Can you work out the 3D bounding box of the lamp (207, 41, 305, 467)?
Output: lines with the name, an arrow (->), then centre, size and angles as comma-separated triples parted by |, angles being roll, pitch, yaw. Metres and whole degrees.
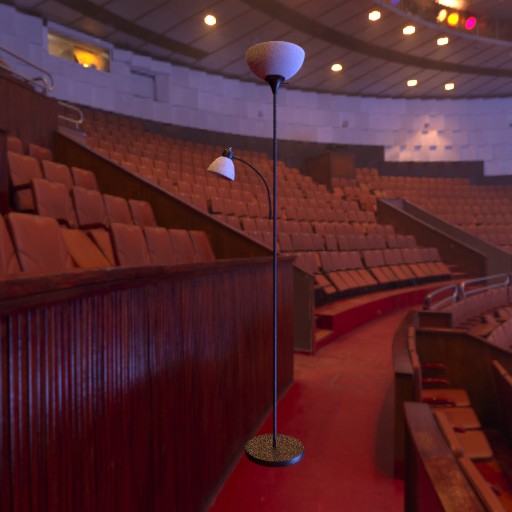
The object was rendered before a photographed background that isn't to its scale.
lamp -> 0.000, 0.000, 2.012 | 0.442, 1.804, 0.279 | 0, 1, 0
